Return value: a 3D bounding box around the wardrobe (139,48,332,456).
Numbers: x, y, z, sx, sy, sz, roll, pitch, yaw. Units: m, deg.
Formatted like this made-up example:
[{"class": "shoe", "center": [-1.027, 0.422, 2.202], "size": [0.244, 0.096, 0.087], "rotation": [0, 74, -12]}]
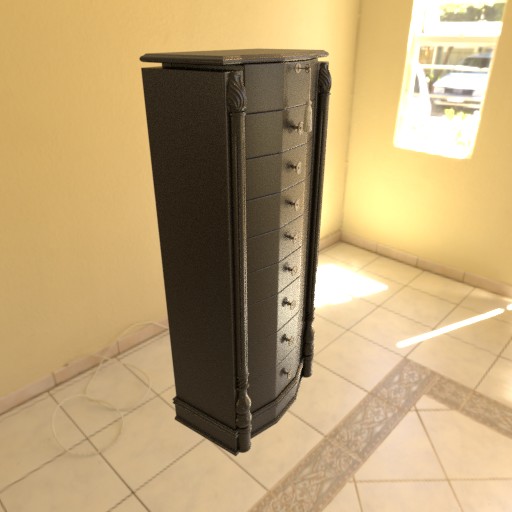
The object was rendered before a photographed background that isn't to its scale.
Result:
[{"class": "wardrobe", "center": [0.000, 0.000, 1.208], "size": [0.295, 1.011, 0.444], "rotation": [17, 31, 30]}]
